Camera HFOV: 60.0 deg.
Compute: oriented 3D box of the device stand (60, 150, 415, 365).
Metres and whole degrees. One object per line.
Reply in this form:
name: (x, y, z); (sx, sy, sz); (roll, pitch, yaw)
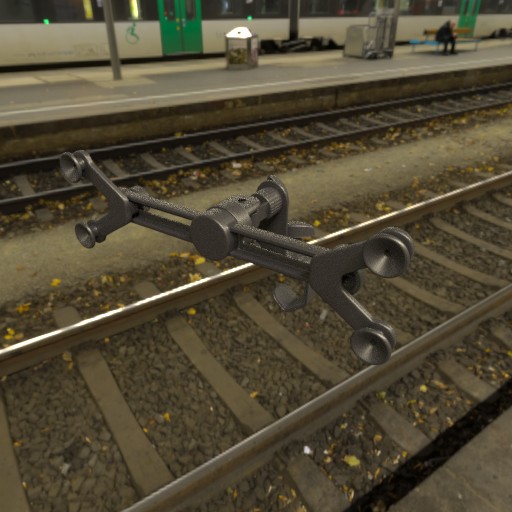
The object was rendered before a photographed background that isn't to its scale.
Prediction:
device stand: (0.000, 0.000, 0.363); (0.270, 0.166, 0.142); (18, 34, 29)
